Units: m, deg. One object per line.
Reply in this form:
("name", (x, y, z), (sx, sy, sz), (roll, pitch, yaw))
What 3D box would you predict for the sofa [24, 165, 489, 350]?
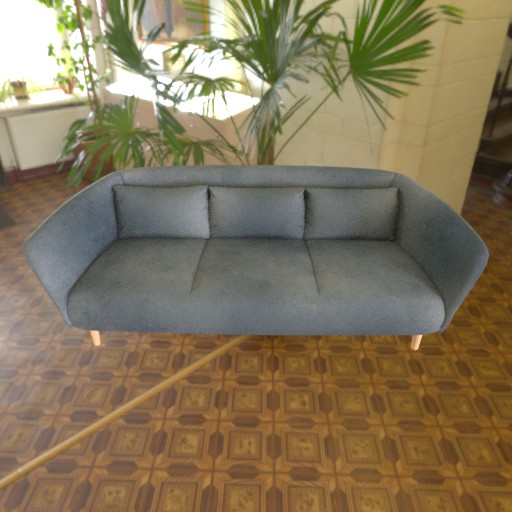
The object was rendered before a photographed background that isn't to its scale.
("sofa", (0.000, 0.000, 2.462), (2.095, 0.795, 0.849), (1, 30, 1))
